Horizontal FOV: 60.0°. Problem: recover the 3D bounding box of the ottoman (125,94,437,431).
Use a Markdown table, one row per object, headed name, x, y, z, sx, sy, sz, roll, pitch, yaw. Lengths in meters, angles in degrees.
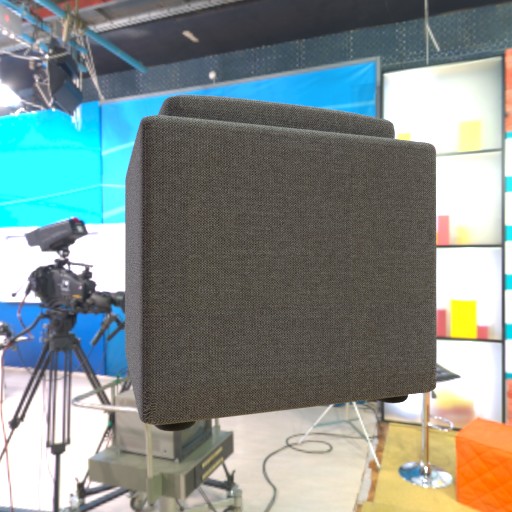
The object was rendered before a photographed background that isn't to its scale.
| name | x | y | z | sx | sy | sz | roll | pitch | yaw |
| --- | --- | --- | --- | --- | --- | --- | --- | --- | --- |
| ottoman | 0.000 | 0.000 | 0.821 | 0.450 | 0.460 | 0.450 | 0 | 0 | -19 |
